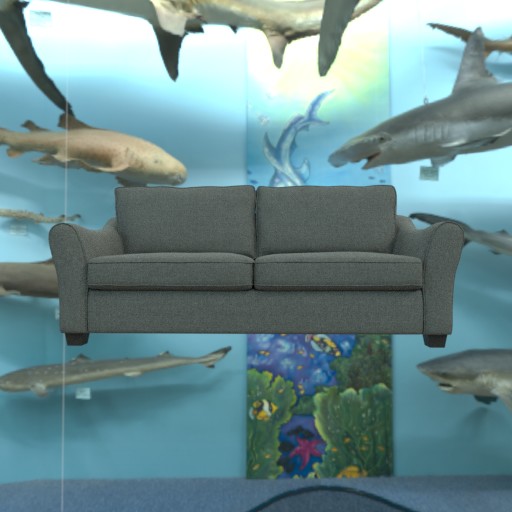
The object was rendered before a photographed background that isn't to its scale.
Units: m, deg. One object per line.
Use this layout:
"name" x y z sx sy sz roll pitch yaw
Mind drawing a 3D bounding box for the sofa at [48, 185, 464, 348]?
"sofa" 0.000 0.000 2.751 2.203 0.976 1.013 0 -2 2
